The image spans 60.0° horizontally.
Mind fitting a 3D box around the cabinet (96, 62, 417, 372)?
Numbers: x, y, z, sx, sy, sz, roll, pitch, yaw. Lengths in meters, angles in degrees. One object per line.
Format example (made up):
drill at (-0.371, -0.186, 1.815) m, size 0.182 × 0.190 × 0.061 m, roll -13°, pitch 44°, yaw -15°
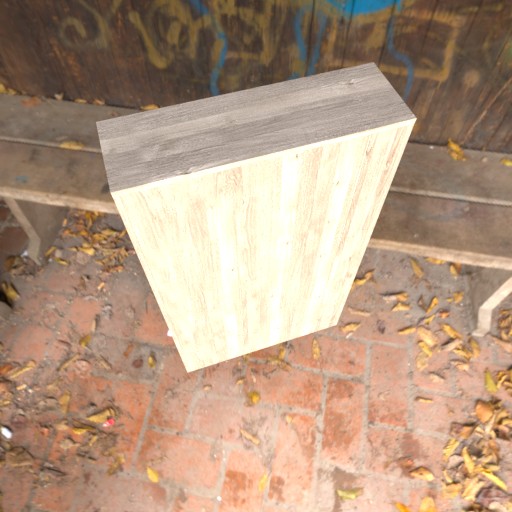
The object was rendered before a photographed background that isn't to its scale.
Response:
cabinet at (0.000, 0.000, 1.632) m, size 0.750 × 1.280 × 0.250 m, roll -16°, pitch 59°, yaw -10°
